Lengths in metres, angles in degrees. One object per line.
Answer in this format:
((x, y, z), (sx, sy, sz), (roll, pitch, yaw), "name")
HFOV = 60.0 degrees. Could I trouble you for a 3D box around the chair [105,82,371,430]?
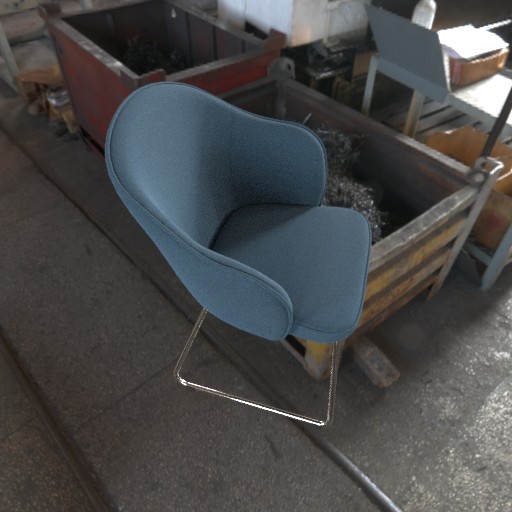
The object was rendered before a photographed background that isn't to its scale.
((0.000, 0.000, 1.183), (0.585, 0.815, 0.570), (10, 47, 10), "chair")
